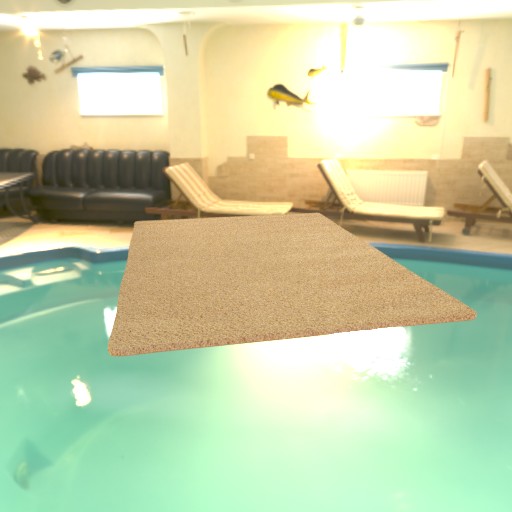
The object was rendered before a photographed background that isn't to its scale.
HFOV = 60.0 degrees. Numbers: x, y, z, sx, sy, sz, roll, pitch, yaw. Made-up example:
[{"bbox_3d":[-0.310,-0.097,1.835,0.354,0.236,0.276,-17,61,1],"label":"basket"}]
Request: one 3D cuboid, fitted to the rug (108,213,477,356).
[{"bbox_3d":[0.000,0.000,2.116,1.199,0.025,1.600,-4,18,-11],"label":"rug"}]
